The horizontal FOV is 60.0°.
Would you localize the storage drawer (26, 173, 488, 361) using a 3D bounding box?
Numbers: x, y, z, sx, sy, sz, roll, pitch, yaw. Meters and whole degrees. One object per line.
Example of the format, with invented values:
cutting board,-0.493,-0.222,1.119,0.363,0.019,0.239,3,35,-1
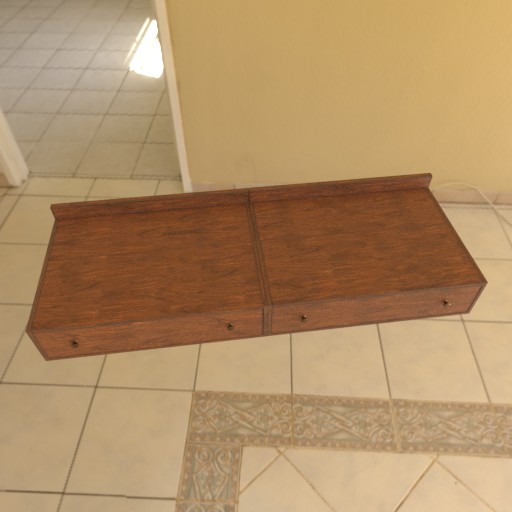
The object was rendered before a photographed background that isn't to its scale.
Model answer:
storage drawer,0.000,0.000,2.130,1.914,0.339,0.774,-5,48,-5
